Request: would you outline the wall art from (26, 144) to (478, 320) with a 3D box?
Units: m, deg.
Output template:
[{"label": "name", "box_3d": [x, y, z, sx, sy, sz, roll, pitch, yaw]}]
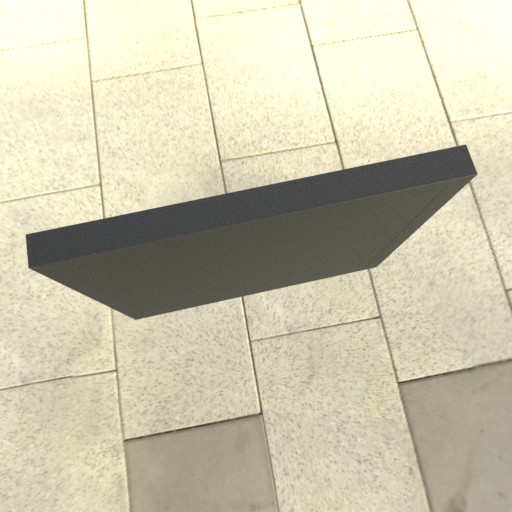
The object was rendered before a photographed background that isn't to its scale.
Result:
[{"label": "wall art", "box_3d": [0.000, 0.000, 0.530, 0.381, 0.330, 0.029, -12, 75, -3]}]
